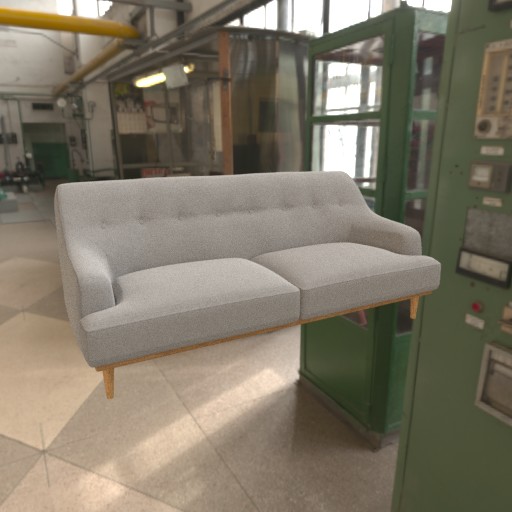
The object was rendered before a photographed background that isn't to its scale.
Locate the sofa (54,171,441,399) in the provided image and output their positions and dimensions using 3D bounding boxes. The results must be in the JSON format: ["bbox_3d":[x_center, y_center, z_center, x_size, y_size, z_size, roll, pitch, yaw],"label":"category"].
[{"bbox_3d":[0.000,0.000,2.580,2.057,0.871,0.978,-8,17,-27],"label":"sofa"}]
